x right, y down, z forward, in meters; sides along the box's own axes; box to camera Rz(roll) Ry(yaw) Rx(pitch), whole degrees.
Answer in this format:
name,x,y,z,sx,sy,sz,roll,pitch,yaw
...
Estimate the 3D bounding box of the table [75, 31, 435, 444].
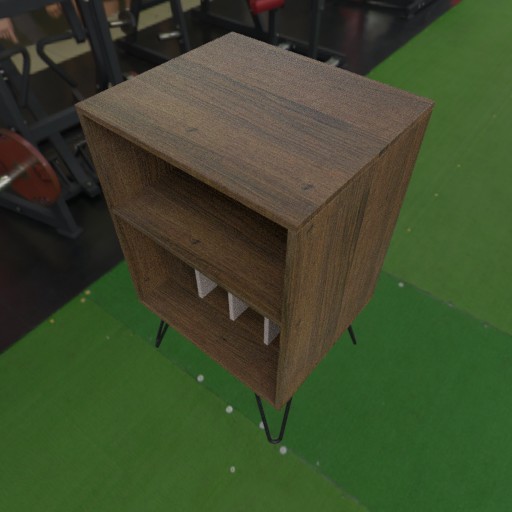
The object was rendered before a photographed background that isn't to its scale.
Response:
name,x,y,z,sx,sy,sz,roll,pitch,yaw
table,0.000,0.000,1.162,0.526,0.866,0.457,32,55,25
